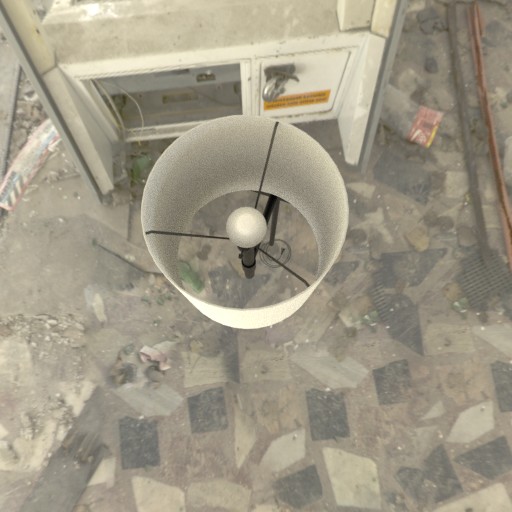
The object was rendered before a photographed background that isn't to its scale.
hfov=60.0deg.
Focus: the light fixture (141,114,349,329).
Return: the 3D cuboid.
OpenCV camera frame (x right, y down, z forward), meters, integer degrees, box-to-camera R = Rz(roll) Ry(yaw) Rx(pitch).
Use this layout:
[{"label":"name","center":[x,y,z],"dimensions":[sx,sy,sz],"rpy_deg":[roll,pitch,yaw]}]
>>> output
[{"label":"light fixture","center":[0.000,0.000,0.694],"dimensions":[0.188,0.589,0.248],"rpy_deg":[19,77,5]}]
